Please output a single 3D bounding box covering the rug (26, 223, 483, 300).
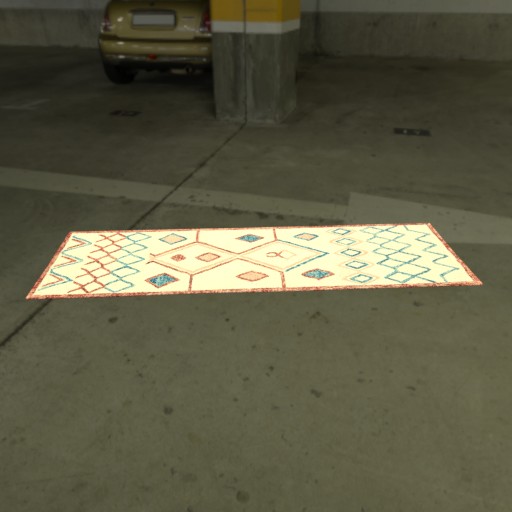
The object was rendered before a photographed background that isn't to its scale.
[{"bbox_3d":[0.000,0.000,2.674,2.435,0.011,0.750,-2,31,-3],"label":"rug"}]
